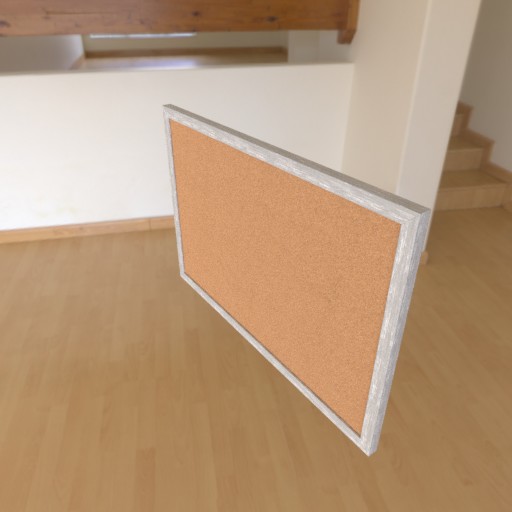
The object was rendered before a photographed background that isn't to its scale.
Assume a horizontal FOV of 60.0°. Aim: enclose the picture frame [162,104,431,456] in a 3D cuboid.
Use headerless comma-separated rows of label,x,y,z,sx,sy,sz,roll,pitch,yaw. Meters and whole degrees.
picture frame,0.000,0.000,1.224,0.029,0.640,0.950,-21,37,-30
